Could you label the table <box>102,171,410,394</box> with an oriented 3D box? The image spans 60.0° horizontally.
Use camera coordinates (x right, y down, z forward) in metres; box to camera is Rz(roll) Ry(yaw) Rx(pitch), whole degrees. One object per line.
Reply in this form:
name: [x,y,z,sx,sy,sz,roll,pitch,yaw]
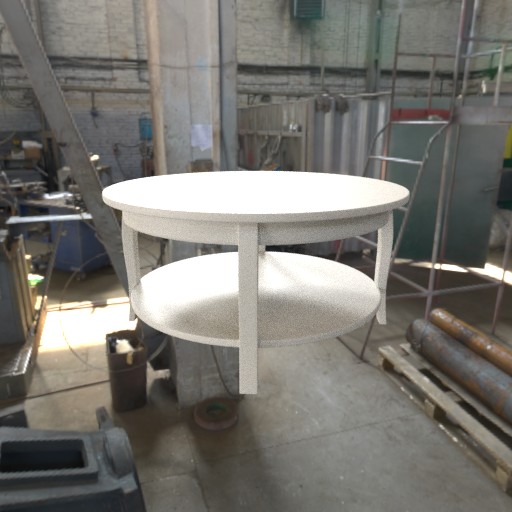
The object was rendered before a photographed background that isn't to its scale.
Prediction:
table: [0.000,0.000,1.446,0.910,0.457,0.910,0,16,0]
